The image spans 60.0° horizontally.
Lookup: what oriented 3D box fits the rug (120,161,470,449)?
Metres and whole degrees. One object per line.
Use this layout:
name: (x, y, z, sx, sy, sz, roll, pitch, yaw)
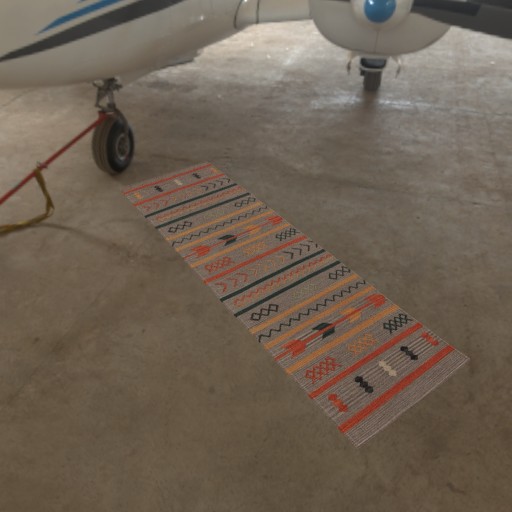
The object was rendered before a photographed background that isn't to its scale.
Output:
rug: (0.000, 0.000, 2.658, 0.744, 0.022, 2.419, -25, 46, -27)
